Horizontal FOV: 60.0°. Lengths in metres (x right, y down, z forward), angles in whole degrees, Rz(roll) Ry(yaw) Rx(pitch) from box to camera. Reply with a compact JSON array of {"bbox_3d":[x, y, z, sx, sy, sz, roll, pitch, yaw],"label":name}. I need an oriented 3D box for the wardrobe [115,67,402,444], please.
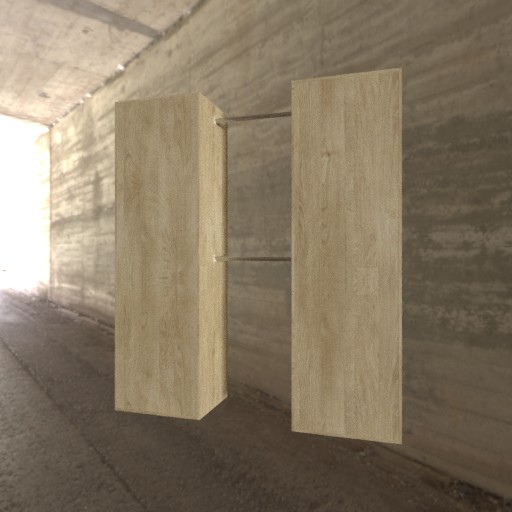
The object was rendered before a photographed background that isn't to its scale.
[{"bbox_3d":[0.000,0.000,2.845,1.770,2.000,0.480,0,0,17],"label":"wardrobe"}]
